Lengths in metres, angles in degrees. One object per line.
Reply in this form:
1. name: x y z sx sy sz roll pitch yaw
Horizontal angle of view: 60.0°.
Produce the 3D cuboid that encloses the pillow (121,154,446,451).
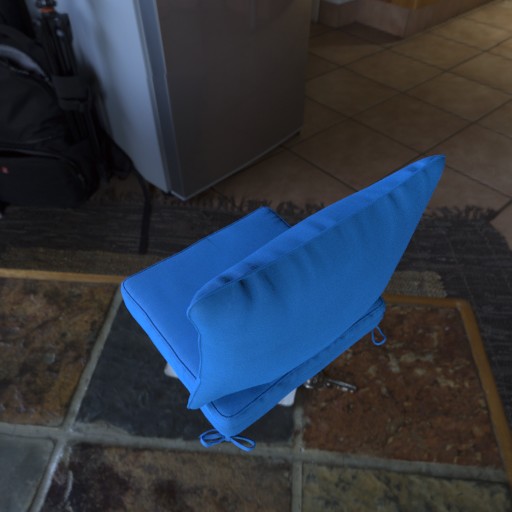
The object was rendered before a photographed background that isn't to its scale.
1. pillow: 0.000 0.000 1.352 0.798 0.725 0.733 -30 54 -25
